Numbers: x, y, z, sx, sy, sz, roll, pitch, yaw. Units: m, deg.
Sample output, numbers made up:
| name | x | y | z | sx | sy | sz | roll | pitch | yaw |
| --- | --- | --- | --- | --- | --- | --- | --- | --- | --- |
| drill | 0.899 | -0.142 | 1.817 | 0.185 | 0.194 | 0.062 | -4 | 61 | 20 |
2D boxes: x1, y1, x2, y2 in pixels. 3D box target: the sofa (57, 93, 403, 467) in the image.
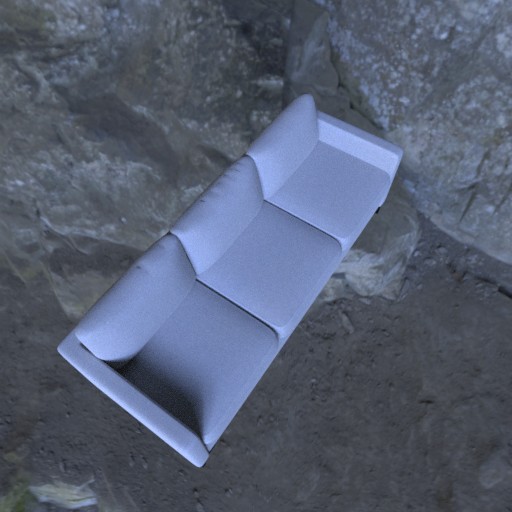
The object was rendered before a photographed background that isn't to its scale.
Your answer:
| name | x | y | z | sx | sy | sz | roll | pitch | yaw |
| --- | --- | --- | --- | --- | --- | --- | --- | --- | --- |
| sofa | 0.000 | 0.000 | 2.692 | 0.859 | 0.874 | 2.218 | 30 | 63 | 17 |
